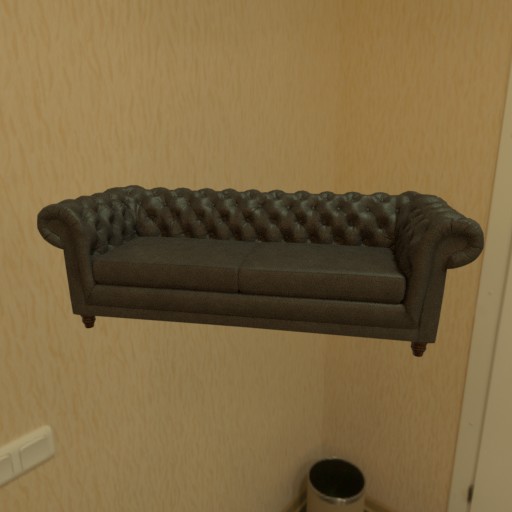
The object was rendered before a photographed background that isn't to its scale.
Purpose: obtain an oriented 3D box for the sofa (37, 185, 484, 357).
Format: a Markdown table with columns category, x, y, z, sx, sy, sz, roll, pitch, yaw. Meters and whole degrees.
| category | x | y | z | sx | sy | sz | roll | pitch | yaw |
| --- | --- | --- | --- | --- | --- | --- | --- | --- | --- |
| sofa | 0.000 | 0.000 | 2.801 | 2.385 | 0.783 | 0.944 | 3 | 16 | 10 |
